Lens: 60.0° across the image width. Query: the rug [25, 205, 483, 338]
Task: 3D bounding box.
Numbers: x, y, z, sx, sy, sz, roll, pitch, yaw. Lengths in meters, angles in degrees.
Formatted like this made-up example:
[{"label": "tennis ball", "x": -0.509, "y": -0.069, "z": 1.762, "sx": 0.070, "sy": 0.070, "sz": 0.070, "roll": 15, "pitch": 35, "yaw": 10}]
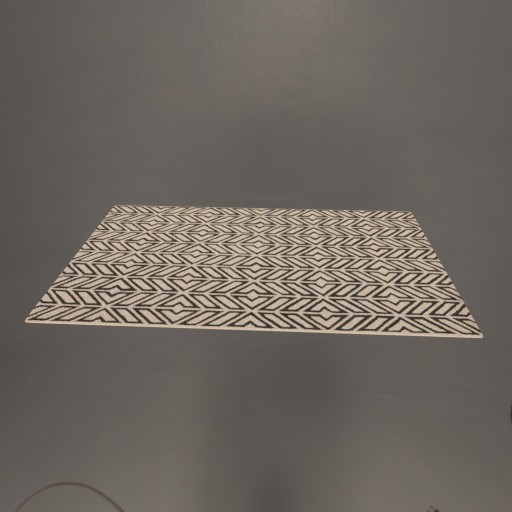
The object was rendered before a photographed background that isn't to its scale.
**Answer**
[{"label": "rug", "x": 0.000, "y": 0.000, "z": 2.994, "sx": 2.438, "sy": 0.008, "sz": 1.523, "roll": 2, "pitch": 31, "yaw": 3}]
